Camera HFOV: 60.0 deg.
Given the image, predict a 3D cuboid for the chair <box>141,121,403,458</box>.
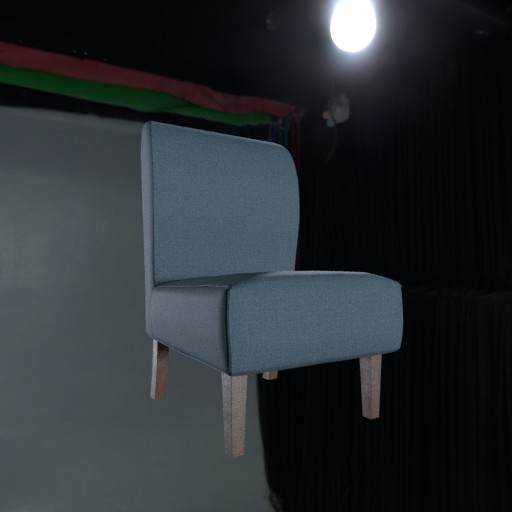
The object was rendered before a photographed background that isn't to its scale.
[{"bbox_3d":[0.000,0.000,1.195,0.513,0.804,0.592,1,-1,-34],"label":"chair"}]
